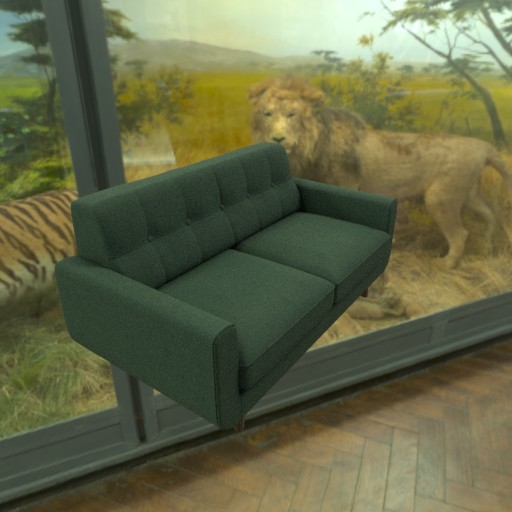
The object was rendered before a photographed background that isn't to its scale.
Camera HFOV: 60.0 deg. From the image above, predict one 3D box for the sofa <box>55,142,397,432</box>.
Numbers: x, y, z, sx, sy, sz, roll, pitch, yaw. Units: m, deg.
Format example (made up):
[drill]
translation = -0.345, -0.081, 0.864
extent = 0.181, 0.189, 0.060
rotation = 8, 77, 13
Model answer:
[sofa]
translation = 0.000, 0.000, 2.243
extent = 0.909, 0.841, 1.631
rotation = 18, 31, 31
